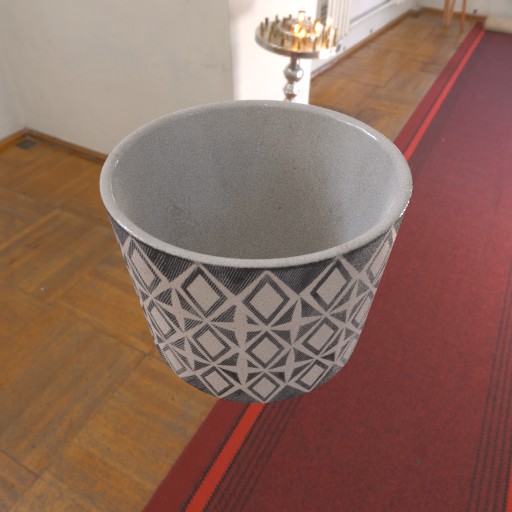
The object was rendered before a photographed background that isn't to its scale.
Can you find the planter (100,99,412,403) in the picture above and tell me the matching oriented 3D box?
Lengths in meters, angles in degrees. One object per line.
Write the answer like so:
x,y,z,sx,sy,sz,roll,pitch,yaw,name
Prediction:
0.000,0.000,0.454,0.260,0.220,0.260,0,42,0,planter
